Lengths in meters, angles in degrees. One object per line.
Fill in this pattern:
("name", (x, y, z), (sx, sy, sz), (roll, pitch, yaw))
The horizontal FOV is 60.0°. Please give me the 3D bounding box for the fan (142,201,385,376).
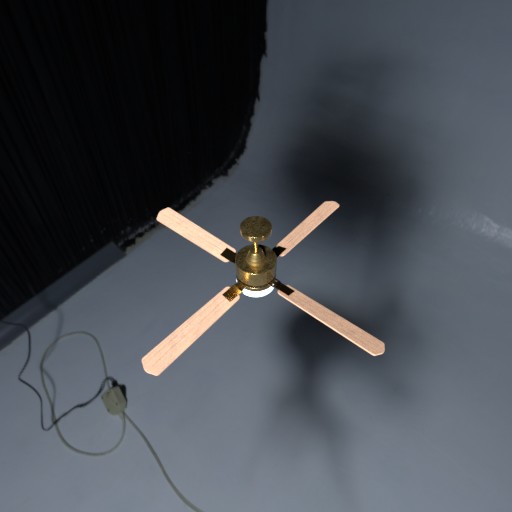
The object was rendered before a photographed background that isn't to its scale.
("fan", (0.000, 0.000, 1.970), (1.320, 0.355, 1.320), (31, 54, 26))
